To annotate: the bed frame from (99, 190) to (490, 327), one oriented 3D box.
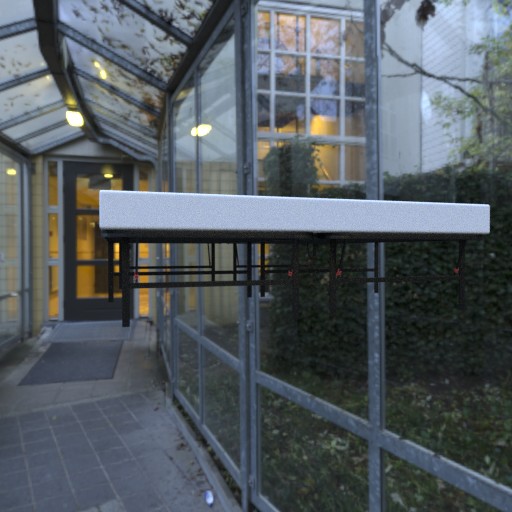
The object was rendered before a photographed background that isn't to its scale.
[{"bbox_3d":[0.000,0.000,3.002,1.930,0.559,2.032,0,1,-18],"label":"bed frame"}]
